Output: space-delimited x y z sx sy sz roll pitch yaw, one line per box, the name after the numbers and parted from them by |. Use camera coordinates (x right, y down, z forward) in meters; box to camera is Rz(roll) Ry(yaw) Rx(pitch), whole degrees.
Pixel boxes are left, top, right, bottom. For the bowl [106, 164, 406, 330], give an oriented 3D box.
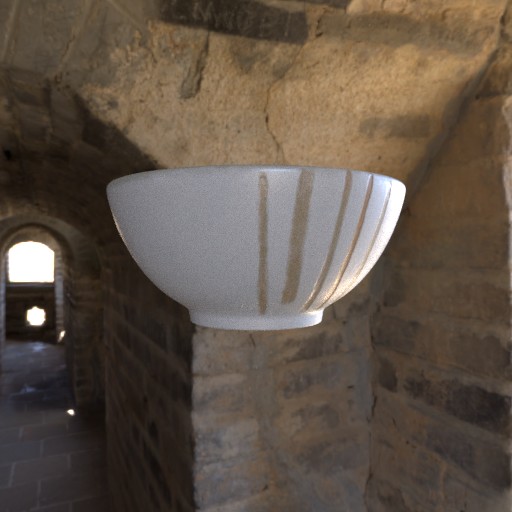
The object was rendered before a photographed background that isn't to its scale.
0.000 0.000 0.419 0.268 0.121 0.268 0 1 0 | bowl
